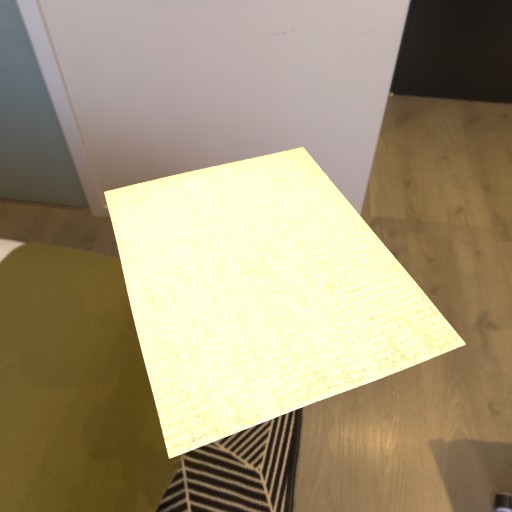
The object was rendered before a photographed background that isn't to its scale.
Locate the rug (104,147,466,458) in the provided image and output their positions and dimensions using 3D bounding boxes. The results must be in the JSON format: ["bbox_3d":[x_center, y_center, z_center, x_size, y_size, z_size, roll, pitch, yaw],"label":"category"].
[{"bbox_3d":[0.000,0.000,4.236,2.447,0.014,3.061,-16,49,-14],"label":"rug"}]
